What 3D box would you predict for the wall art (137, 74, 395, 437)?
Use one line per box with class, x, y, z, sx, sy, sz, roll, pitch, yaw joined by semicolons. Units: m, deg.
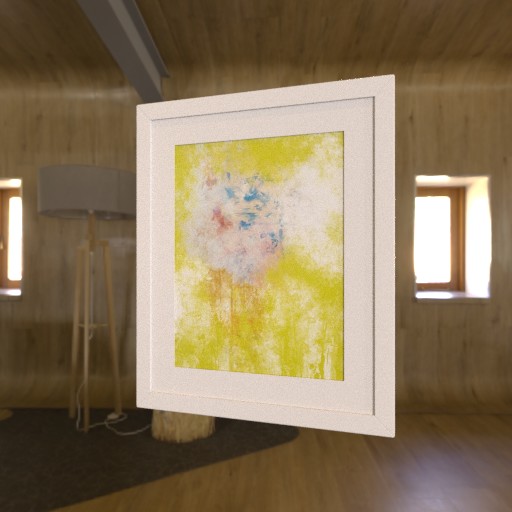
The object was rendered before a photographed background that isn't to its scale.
wall art;0.000;0.000;0.759;0.454;0.556;0.028;0;0;18
